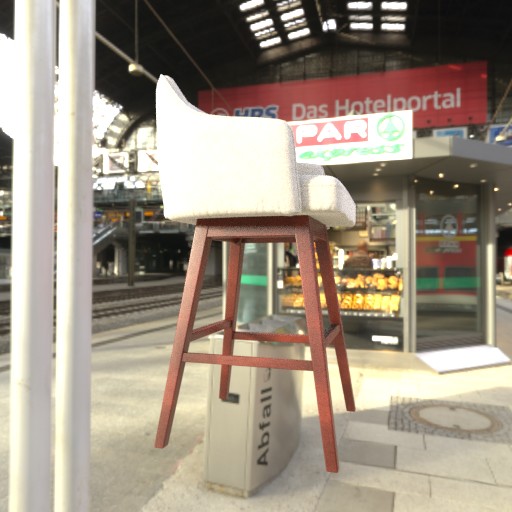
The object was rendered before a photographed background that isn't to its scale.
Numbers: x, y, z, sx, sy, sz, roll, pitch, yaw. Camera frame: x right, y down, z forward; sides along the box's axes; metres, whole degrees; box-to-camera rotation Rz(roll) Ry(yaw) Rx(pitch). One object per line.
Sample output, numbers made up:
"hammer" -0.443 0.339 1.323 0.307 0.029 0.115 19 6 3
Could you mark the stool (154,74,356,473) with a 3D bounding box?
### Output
"stool" 0.000 0.000 1.336 0.558 1.012 0.548 0 -1 17
